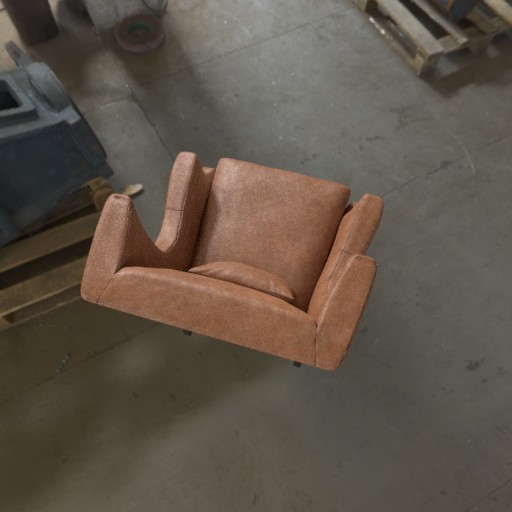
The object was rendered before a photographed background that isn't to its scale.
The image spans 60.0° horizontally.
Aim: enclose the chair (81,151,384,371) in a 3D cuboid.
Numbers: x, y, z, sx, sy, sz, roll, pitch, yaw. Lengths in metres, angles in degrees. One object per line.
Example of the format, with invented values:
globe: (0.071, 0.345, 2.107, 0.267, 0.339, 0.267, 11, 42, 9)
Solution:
chair: (0.000, 0.000, 1.699, 0.853, 1.016, 0.926, 15, 65, 7)
